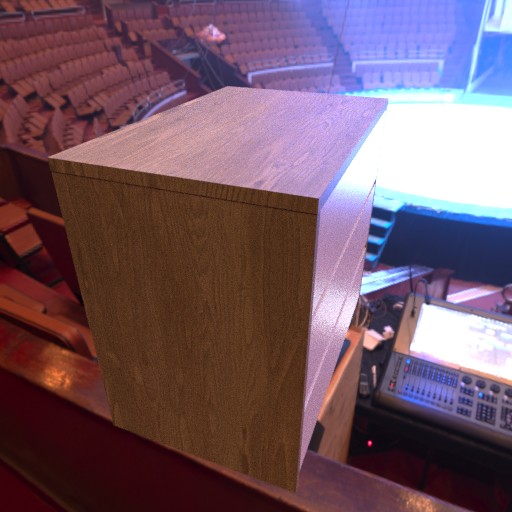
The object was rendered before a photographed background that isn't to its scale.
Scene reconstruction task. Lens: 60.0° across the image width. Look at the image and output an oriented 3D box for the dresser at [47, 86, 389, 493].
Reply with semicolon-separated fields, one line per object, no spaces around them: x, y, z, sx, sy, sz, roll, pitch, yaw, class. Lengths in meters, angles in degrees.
0.000;0.000;1.273;0.529;0.762;0.809;11;32;19;dresser
